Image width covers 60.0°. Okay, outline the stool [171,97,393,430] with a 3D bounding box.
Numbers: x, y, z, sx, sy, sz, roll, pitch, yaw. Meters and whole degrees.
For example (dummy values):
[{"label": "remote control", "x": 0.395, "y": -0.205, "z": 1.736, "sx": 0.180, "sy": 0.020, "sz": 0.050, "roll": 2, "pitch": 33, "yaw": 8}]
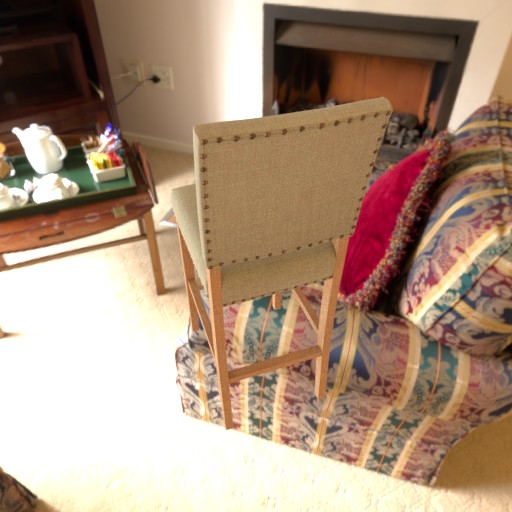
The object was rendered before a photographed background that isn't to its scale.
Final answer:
[{"label": "stool", "x": 0.000, "y": 0.000, "z": 1.484, "sx": 0.445, "sy": 1.203, "sz": 0.585, "roll": -13, "pitch": 43, "yaw": -14}]
